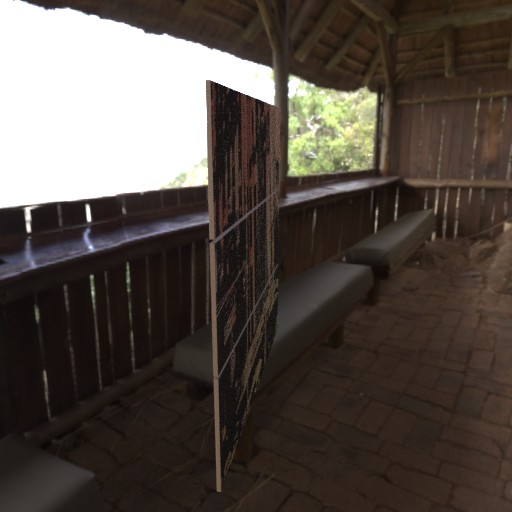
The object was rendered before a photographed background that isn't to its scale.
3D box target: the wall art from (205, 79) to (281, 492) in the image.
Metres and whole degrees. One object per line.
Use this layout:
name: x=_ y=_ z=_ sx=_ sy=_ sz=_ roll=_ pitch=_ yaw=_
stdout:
wall art: x=0.000 y=0.000 z=2.269 sx=0.017 sy=1.521 sz=1.527 roll=3 pitch=16 yaw=11
